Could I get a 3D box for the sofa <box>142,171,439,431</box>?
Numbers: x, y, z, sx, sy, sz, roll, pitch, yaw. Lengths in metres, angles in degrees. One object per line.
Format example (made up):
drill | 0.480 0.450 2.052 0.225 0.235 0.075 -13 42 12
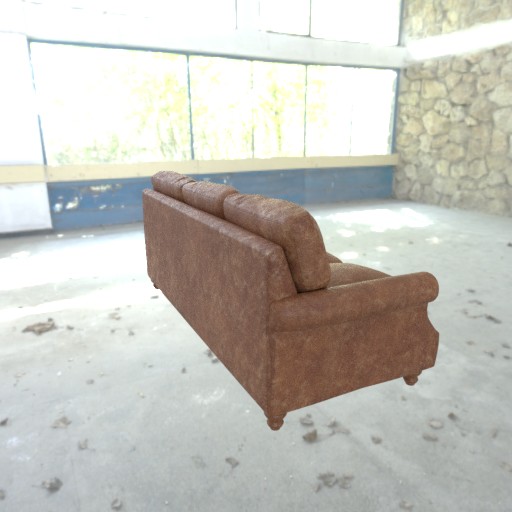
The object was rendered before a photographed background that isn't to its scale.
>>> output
sofa | 0.000 0.000 2.873 0.973 0.977 2.351 -8 17 -26
